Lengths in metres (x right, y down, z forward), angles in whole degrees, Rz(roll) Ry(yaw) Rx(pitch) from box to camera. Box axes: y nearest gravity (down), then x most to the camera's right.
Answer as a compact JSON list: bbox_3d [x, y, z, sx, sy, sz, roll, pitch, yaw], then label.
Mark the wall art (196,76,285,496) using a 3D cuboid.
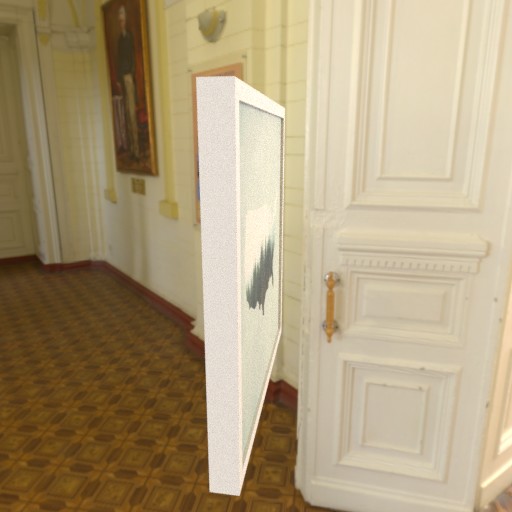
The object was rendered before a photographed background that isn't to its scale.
[{"bbox_3d":[0.000,0.000,0.755,0.040,0.509,0.509,2,15,9],"label":"wall art"}]
